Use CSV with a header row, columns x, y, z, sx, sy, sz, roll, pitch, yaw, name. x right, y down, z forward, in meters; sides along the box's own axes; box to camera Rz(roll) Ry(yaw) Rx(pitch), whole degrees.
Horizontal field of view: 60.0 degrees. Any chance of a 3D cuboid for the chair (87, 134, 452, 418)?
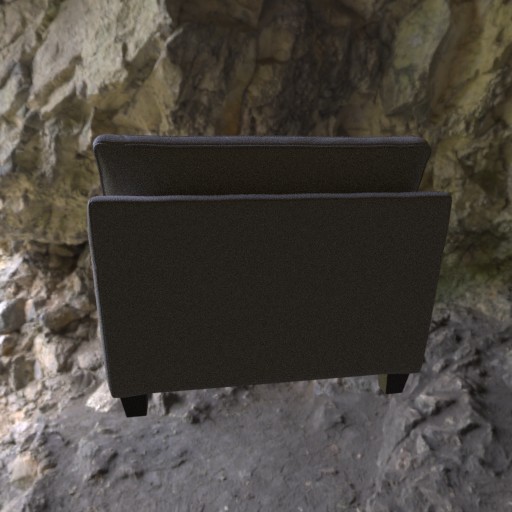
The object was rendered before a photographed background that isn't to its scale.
x,y,z,sx,sy,sz,roll,pitch,yaw,name
0.000,0.000,1.961,1.220,1.016,1.040,-2,13,-9,chair
